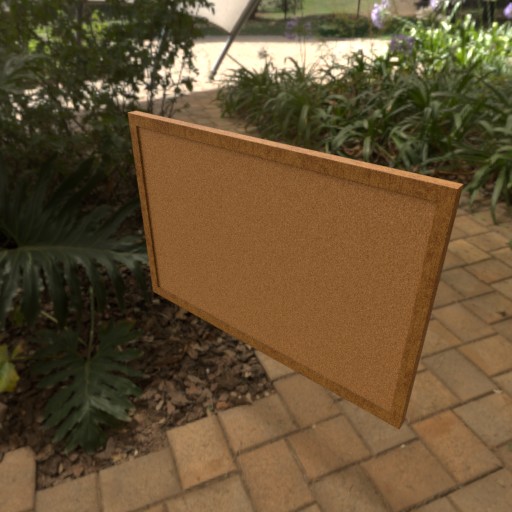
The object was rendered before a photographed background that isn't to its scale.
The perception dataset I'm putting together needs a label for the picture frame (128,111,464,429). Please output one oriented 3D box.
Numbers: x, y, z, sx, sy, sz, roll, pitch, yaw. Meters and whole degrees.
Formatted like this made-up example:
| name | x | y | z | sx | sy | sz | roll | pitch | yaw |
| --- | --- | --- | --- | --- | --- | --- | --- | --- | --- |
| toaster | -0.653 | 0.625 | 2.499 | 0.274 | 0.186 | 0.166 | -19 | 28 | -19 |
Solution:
| name | x | y | z | sx | sy | sz | roll | pitch | yaw |
| --- | --- | --- | --- | --- | --- | --- | --- | --- | --- |
| picture frame | 0.000 | 0.000 | 1.180 | 0.922 | 0.621 | 0.029 | 22 | 37 | 33 |
